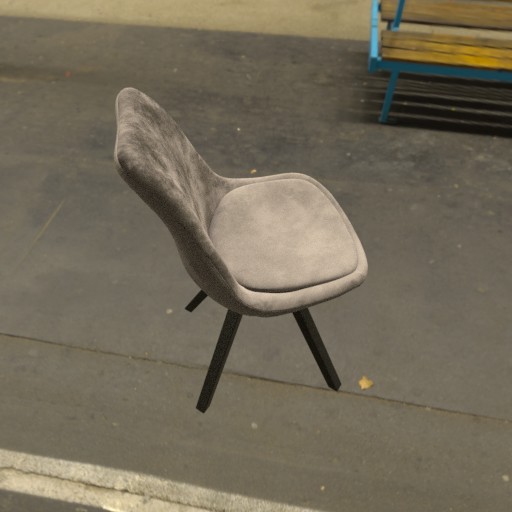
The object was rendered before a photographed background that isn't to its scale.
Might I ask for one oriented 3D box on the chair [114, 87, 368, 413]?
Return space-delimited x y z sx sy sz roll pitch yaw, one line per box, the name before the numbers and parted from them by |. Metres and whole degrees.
chair | 0.000 0.000 1.177 0.550 0.850 0.485 -8 47 -8
